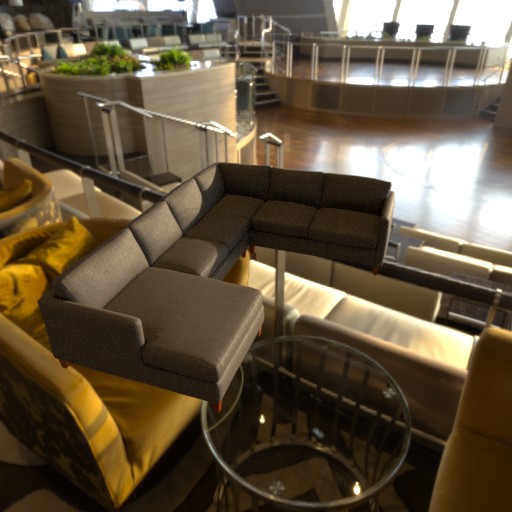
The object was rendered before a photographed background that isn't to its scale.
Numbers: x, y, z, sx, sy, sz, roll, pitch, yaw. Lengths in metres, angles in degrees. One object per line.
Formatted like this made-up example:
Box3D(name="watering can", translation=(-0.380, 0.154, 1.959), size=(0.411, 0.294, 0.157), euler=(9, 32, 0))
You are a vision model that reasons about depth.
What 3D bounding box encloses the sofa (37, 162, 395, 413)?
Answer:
Box3D(name="sofa", translation=(0.000, 0.000, 4.713), size=(2.594, 0.961, 3.460), euler=(10, 31, 17))
